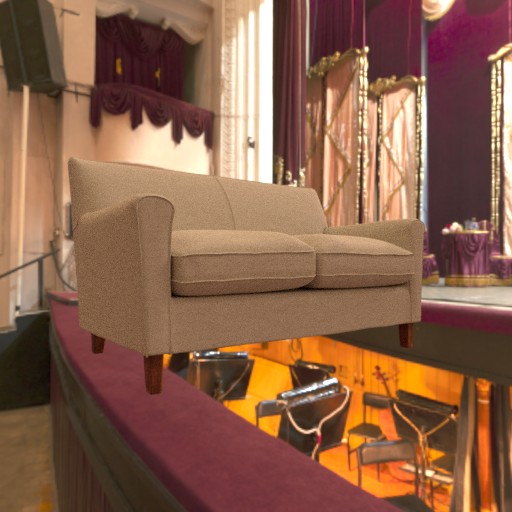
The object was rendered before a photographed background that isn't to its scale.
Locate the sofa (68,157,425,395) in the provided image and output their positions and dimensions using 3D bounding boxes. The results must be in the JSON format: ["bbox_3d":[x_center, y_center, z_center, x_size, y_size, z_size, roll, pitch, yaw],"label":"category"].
[{"bbox_3d":[0.000,0.000,2.078,1.482,0.892,0.891,1,-1,-35],"label":"sofa"}]
